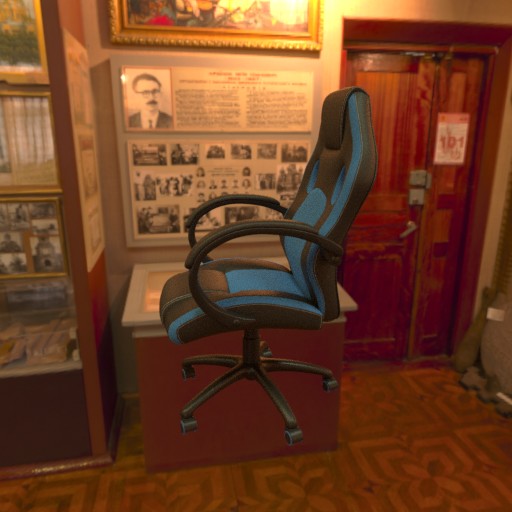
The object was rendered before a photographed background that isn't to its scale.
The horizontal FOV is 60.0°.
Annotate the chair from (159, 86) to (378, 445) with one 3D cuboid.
[{"bbox_3d":[0.000,0.000,1.659,0.724,1.187,0.673,-2,16,-8],"label":"chair"}]
